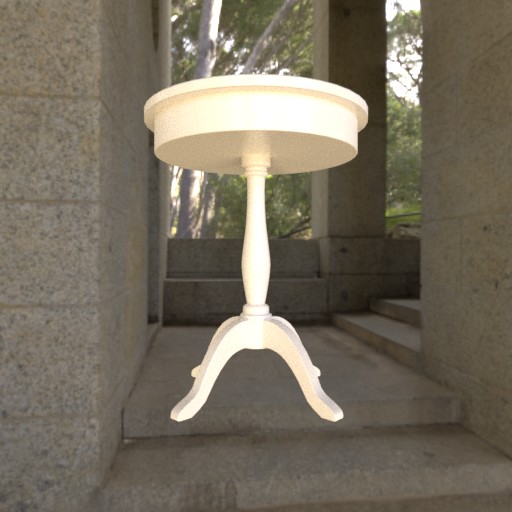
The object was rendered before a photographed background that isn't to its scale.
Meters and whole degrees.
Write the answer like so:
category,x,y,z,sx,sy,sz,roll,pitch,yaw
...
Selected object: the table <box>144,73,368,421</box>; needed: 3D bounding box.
category,x,y,z,sx,sy,sz,roll,pitch,yaw
table,0.000,0.000,1.046,0.513,0.653,0.513,0,0,0
